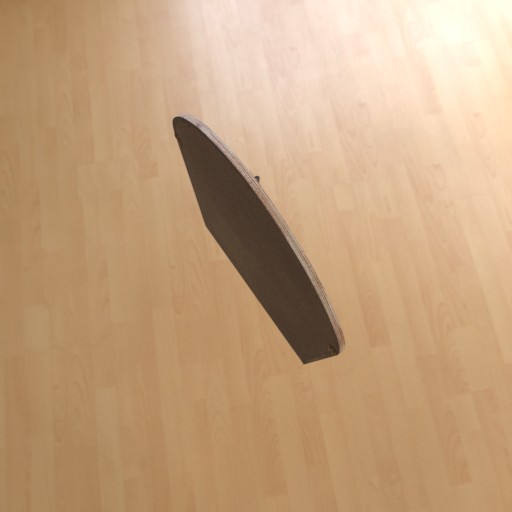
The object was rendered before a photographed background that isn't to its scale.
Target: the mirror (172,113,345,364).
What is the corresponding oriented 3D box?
[{"bbox_3d":[0.000,0.000,1.136,0.032,0.915,0.609,-34,77,-9],"label":"mirror"}]
